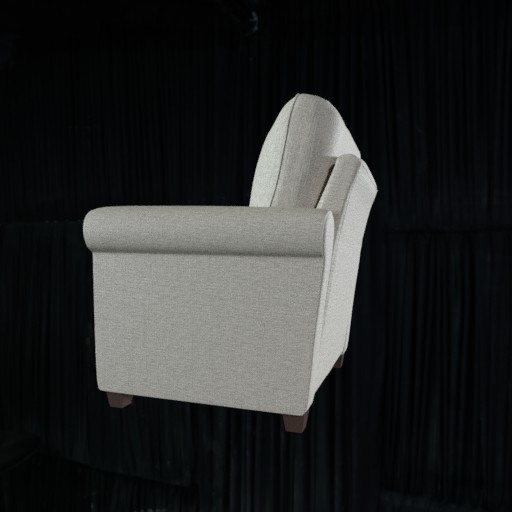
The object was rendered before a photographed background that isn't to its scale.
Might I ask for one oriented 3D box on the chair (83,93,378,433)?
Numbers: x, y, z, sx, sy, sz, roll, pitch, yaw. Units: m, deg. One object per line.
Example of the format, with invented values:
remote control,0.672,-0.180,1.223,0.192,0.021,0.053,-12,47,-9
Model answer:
chair,0.000,0.000,2.326,1.180,1.349,1.275,0,1,19
